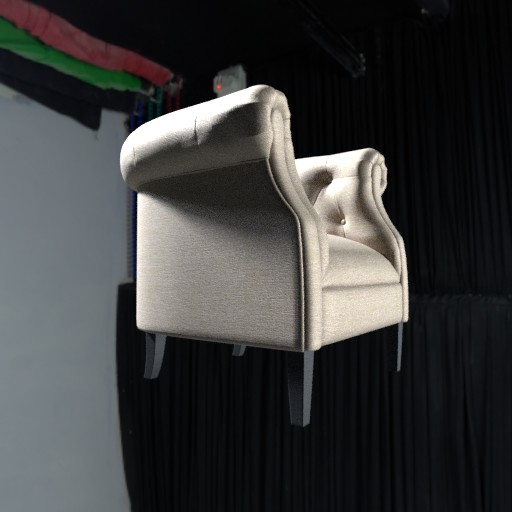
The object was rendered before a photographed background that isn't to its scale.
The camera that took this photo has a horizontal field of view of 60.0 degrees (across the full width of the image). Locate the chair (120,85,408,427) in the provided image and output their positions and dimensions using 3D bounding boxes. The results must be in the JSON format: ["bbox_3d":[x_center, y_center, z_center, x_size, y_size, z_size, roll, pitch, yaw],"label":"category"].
[{"bbox_3d":[0.000,0.000,1.557,0.852,0.827,0.905,-1,-2,35],"label":"chair"}]
